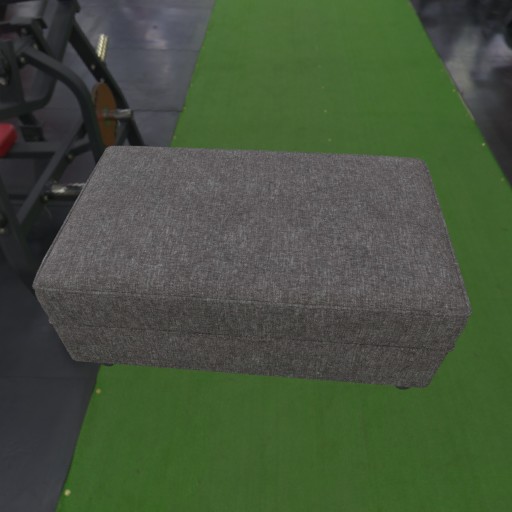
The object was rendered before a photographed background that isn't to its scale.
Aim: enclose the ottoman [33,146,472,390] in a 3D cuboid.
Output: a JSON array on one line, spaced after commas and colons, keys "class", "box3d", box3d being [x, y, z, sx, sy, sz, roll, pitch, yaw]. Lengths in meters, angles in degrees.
[{"class": "ottoman", "box3d": [0.000, 0.000, 1.524, 1.184, 0.487, 0.717, 4, 47, 3]}]
